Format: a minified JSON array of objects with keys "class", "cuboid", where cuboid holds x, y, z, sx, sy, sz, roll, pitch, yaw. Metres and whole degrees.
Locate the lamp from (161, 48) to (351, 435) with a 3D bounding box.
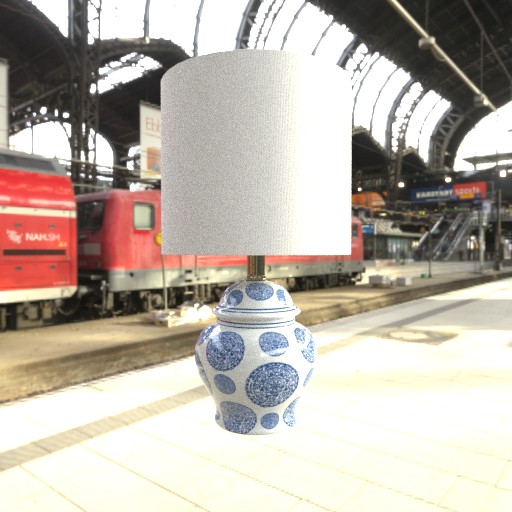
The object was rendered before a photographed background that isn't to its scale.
[{"class":"lamp","cuboid":[0.000,0.000,0.513,0.215,0.381,0.215,1,1,37]}]
